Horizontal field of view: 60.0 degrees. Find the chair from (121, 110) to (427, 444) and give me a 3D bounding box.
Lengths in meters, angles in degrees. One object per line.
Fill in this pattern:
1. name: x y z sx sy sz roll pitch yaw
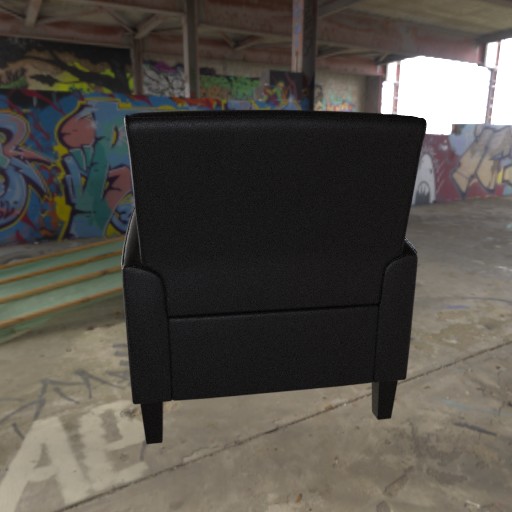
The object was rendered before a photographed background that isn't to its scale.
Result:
1. chair: 0.000 0.000 1.536 0.820 0.916 0.819 -2 15 -9
